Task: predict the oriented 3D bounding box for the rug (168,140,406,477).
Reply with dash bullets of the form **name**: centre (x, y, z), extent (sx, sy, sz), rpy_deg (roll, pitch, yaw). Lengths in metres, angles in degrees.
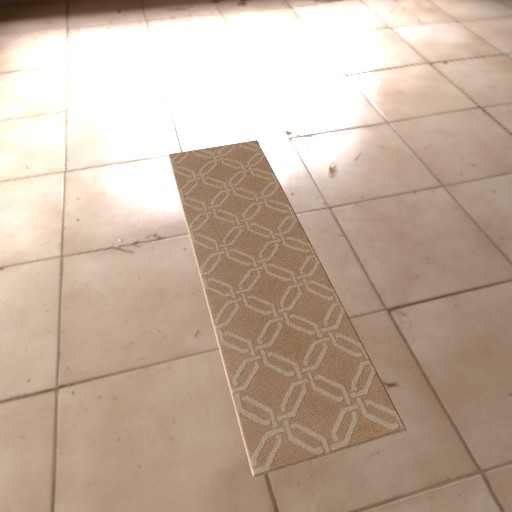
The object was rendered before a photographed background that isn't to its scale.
- **rug**: centre (0.000, 0.000, 2.553), extent (0.678, 0.014, 2.276), rpy_deg (-12, 49, -11)
